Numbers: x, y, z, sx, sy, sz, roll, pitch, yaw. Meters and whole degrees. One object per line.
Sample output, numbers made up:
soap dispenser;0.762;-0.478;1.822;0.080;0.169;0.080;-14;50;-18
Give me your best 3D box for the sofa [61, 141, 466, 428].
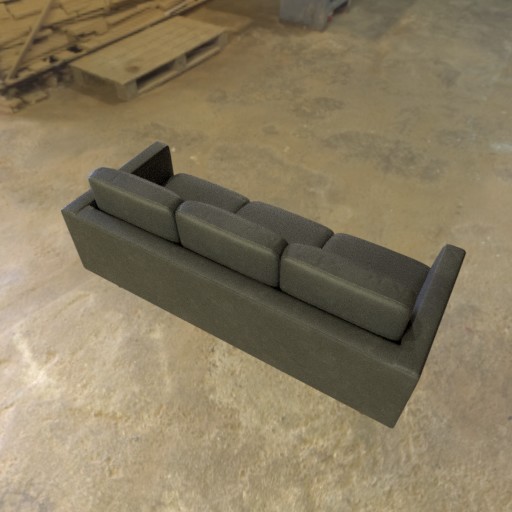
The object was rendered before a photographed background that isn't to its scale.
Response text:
sofa;0.000;0.000;2.535;2.029;0.899;0.879;23;50;21
